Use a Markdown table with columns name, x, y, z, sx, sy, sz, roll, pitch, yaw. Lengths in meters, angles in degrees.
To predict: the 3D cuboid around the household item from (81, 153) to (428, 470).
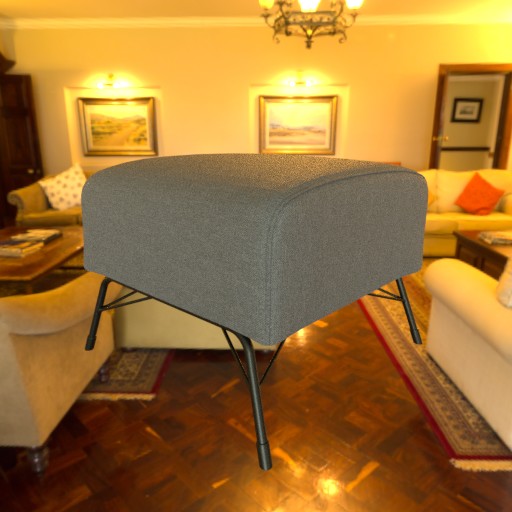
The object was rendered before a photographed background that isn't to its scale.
| name | x | y | z | sx | sy | sz | roll | pitch | yaw |
| --- | --- | --- | --- | --- | --- | --- | --- | --- | --- |
| household item | 0.000 | 0.000 | 0.918 | 0.530 | 0.410 | 0.530 | 14 | 21 | 41 |
